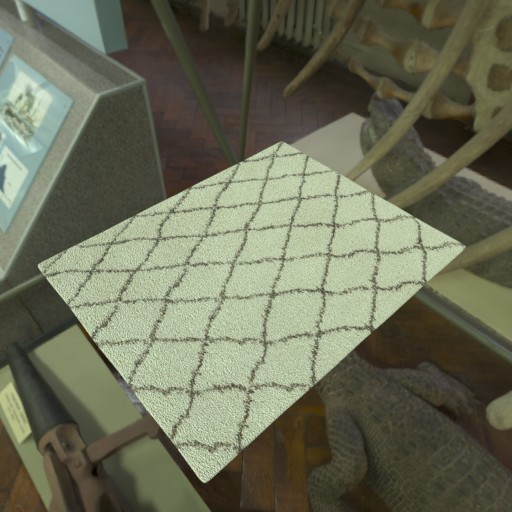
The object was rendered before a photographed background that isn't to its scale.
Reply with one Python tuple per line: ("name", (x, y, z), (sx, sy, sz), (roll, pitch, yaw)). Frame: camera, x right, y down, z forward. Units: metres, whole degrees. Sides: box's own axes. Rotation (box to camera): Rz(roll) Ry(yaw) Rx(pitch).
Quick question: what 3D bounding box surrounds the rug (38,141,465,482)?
("rug", (0.000, 0.000, 4.016), (3.047, 0.029, 2.438), (-33, 54, -28))
